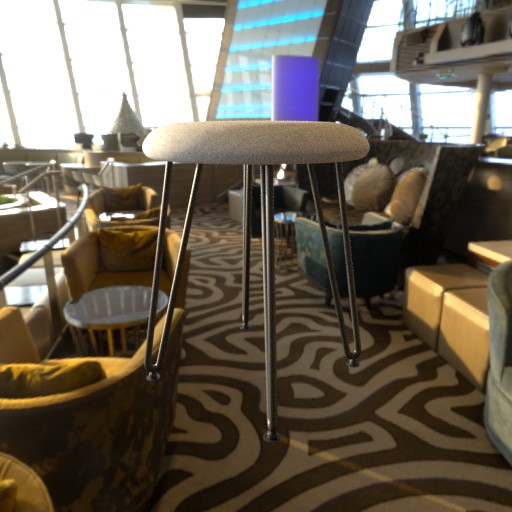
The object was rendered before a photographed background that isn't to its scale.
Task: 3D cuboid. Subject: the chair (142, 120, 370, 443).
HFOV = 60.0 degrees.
[{"bbox_3d":[0.000,0.000,0.664,0.350,0.386,0.350,-2,16,-7],"label":"chair"}]
